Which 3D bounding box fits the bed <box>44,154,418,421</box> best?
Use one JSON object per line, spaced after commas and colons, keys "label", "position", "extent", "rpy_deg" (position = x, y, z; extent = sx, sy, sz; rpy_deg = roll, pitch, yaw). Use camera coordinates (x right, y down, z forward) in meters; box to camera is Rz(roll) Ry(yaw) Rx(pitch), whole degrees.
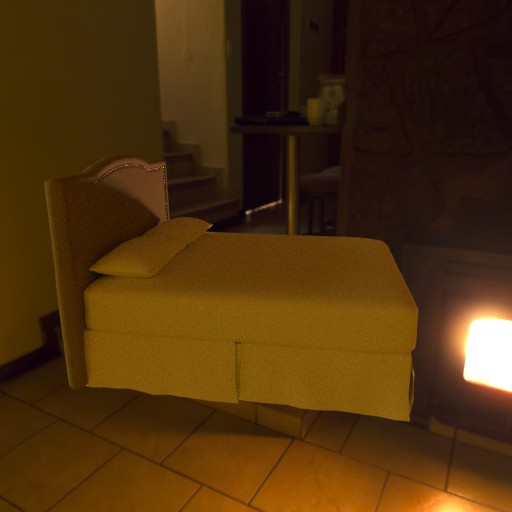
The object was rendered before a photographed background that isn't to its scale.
{"label": "bed", "position": [0.000, 0.000, 3.271], "extent": [2.128, 1.441, 1.744], "rpy_deg": [3, 16, 9]}
